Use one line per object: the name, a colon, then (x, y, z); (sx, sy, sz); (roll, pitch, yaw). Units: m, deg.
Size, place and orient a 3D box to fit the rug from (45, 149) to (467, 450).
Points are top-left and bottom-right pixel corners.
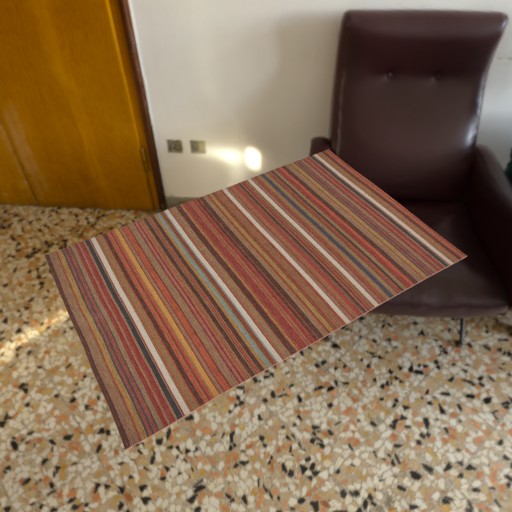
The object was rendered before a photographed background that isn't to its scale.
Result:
rug: (0.000, 0.000, 3.010); (2.438, 0.008, 1.523); (-24, 51, -21)
